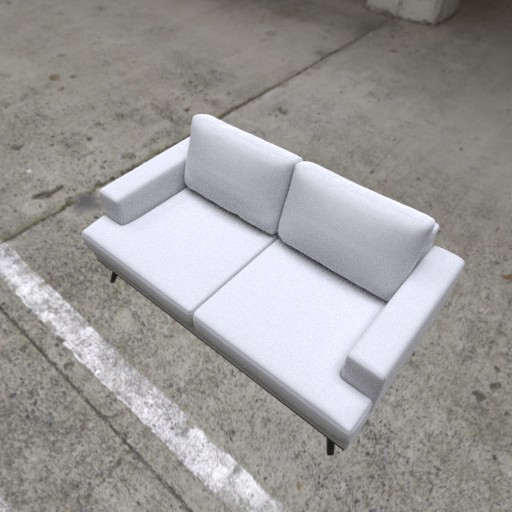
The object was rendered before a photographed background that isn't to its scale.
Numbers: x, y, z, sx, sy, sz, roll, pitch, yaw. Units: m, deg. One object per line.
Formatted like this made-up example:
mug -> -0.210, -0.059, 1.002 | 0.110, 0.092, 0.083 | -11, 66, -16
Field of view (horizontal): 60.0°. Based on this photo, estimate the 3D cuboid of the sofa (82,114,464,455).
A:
sofa -> 0.000, 0.000, 2.176 | 1.650, 0.810, 0.920 | 31, 55, 26
